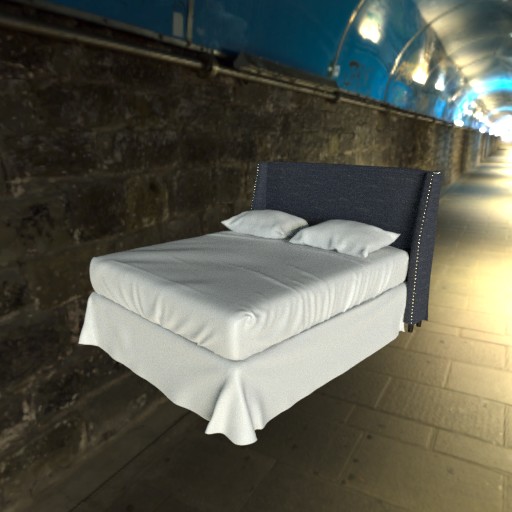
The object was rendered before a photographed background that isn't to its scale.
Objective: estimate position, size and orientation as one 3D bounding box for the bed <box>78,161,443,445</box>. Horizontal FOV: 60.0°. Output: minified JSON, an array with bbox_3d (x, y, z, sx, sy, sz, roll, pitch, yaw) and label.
[{"bbox_3d":[0.000,0.000,3.502,1.925,1.332,2.276,14,21,43],"label":"bed"}]
